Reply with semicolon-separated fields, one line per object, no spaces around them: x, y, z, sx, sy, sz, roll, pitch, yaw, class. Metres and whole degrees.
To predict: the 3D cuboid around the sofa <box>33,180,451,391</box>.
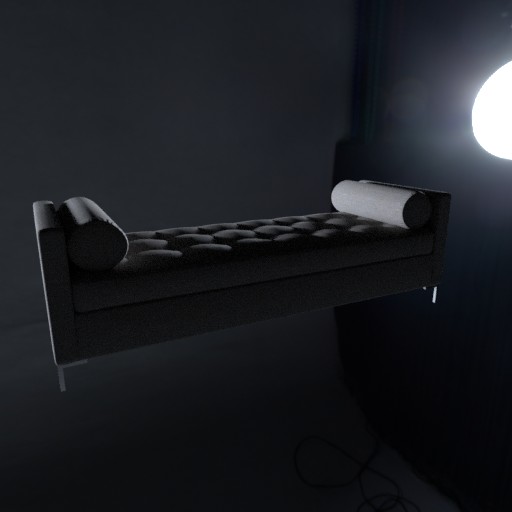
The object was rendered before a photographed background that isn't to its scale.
0.000;0.000;2.276;1.981;0.635;0.686;-8;18;-26;sofa
